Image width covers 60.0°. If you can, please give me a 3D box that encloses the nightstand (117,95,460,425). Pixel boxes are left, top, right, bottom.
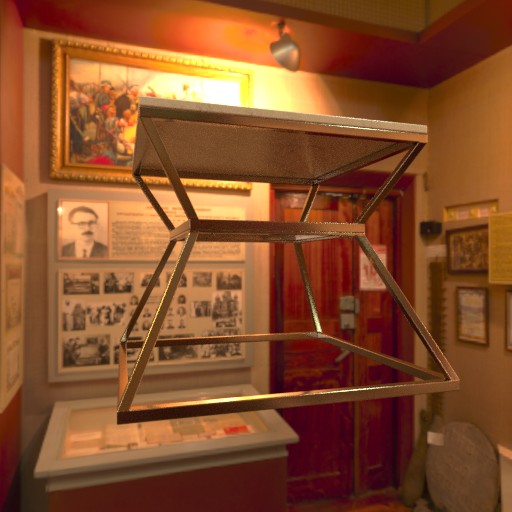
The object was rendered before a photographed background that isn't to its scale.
[{"bbox_3d":[0.000,0.000,0.869,0.513,0.426,0.514,0,-1,-17],"label":"nightstand"}]
